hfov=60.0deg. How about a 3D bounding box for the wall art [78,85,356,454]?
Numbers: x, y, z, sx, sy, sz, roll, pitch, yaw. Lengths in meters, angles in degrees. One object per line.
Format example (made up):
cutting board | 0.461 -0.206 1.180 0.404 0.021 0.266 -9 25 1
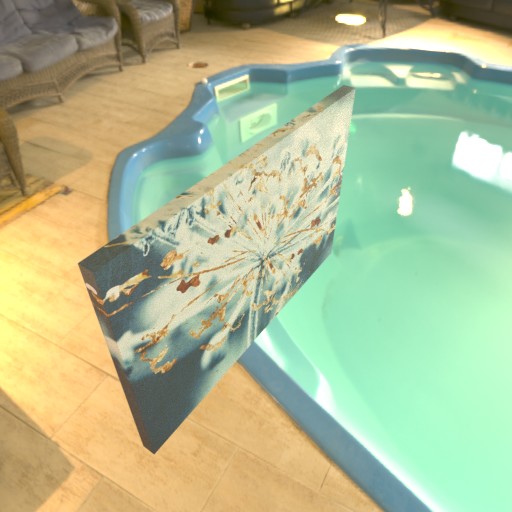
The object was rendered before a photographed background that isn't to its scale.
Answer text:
wall art | 0.000 0.000 1.162 0.038 0.608 0.912 25 47 26
